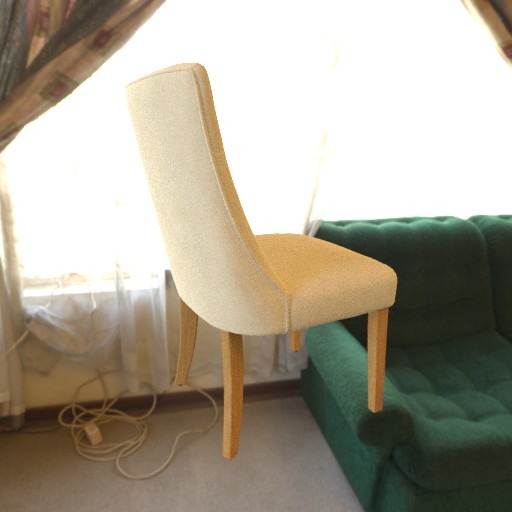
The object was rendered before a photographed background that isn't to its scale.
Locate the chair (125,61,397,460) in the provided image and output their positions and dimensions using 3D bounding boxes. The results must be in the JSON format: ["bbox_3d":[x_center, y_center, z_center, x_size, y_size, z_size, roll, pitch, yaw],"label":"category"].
[{"bbox_3d":[0.000,0.000,1.220,0.610,0.902,0.495,-8,17,-27],"label":"chair"}]
